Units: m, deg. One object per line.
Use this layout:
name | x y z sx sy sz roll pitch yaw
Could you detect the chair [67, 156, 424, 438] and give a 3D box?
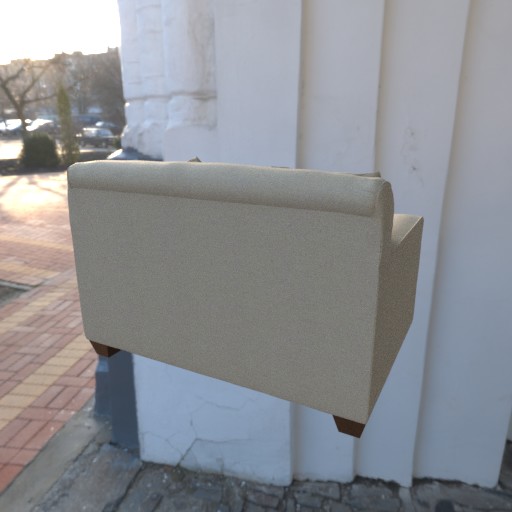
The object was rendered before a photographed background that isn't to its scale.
chair | 0.000 0.000 2.122 1.383 0.948 1.000 9 19 27
